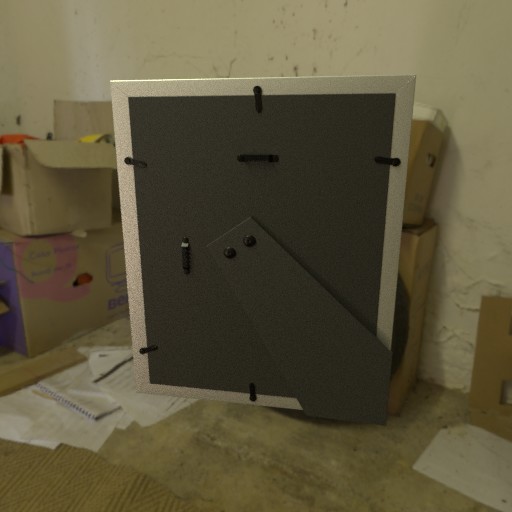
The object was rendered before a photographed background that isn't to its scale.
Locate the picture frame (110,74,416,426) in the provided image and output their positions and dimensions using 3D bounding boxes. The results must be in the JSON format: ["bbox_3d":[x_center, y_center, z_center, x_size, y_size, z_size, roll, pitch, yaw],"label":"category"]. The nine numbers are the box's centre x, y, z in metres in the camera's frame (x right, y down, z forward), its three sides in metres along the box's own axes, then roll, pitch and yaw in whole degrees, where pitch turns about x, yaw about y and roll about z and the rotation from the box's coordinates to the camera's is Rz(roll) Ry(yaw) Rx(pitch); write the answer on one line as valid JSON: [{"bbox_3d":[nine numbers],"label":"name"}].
[{"bbox_3d":[0.000,0.000,0.378,0.233,0.282,0.036,3,16,10],"label":"picture frame"}]
